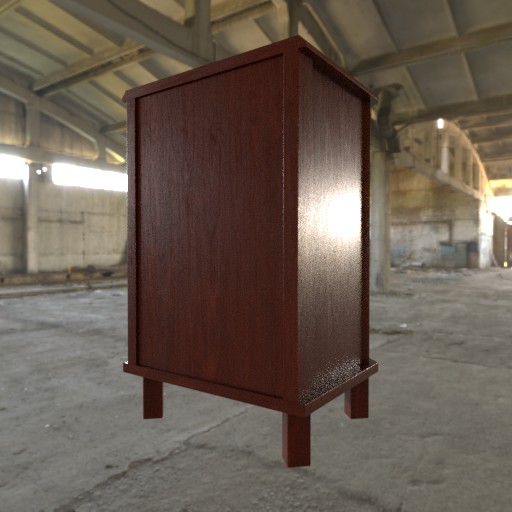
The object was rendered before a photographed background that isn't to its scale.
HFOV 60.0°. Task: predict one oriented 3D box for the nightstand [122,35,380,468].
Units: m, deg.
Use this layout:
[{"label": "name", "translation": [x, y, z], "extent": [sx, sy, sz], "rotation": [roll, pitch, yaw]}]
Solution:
[{"label": "nightstand", "translation": [0.000, 0.000, 0.940], "extent": [0.435, 0.681, 0.351], "rotation": [1, 1, 36]}]
